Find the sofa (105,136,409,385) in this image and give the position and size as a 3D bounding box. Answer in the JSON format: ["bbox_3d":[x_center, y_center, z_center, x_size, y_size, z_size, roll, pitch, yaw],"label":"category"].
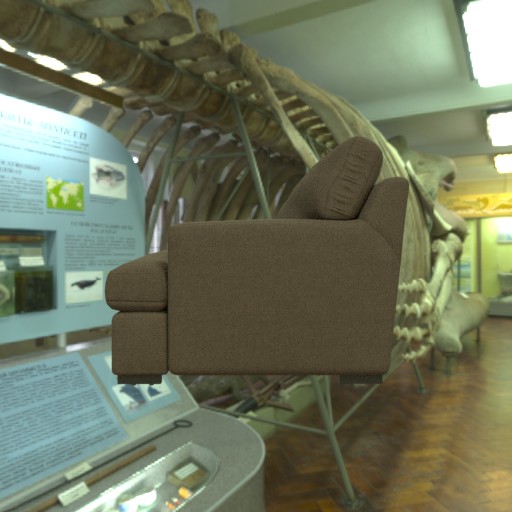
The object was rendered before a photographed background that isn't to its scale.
[{"bbox_3d":[0.000,0.000,2.525,1.140,0.950,1.869,0,1,0],"label":"sofa"}]
